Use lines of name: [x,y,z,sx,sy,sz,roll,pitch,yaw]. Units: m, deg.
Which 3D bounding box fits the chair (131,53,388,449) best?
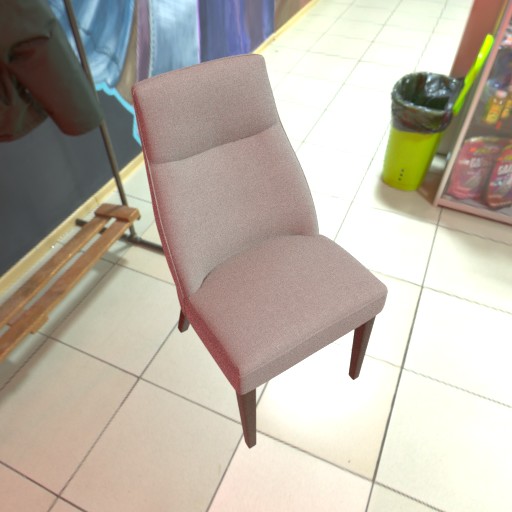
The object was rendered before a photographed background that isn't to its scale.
chair: [0.000,0.000,1.299,0.500,0.930,0.620,-25,51,-22]
